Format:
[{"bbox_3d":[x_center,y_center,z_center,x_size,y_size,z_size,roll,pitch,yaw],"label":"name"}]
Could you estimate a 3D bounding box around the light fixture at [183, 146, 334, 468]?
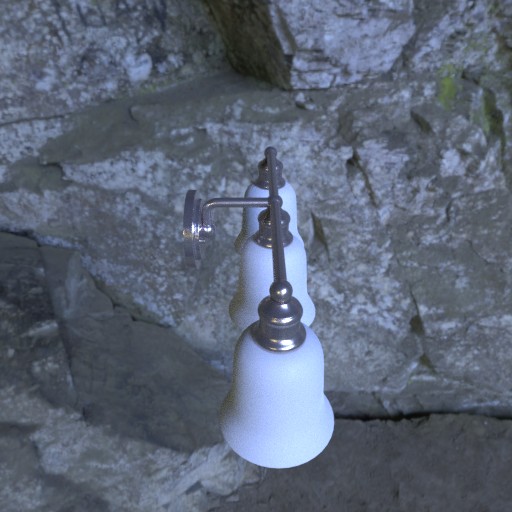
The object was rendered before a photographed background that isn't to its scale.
[{"bbox_3d":[0.000,0.000,0.687,0.198,0.211,0.570,0,32,0],"label":"light fixture"}]
